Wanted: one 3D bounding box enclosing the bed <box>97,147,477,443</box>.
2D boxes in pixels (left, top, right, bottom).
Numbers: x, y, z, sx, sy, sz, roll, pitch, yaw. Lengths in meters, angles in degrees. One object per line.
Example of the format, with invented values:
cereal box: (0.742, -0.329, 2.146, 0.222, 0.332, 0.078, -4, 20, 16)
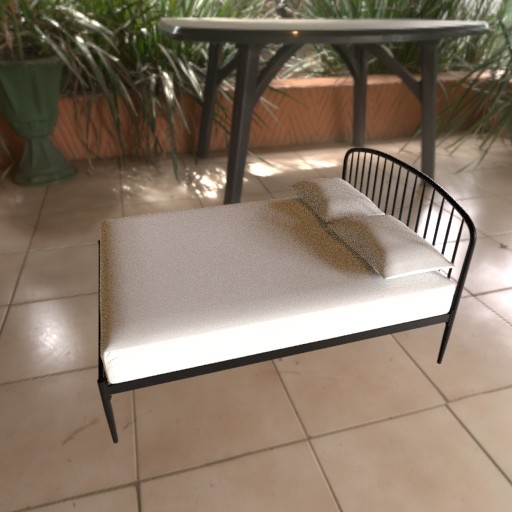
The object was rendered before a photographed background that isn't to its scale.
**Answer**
bed: (0.000, 0.000, 3.102, 2.159, 1.166, 1.618, -9, 31, -15)
